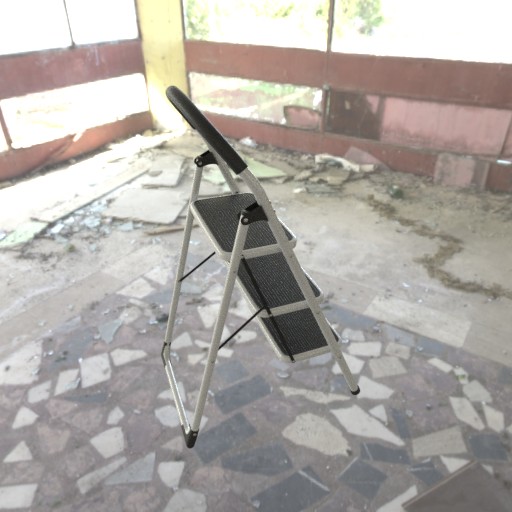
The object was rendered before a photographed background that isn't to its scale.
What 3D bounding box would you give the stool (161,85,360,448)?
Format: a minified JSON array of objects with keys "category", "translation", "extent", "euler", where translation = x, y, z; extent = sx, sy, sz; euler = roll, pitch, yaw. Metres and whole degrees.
[{"category":"stool","translation":[0.000,0.000,1.491],"extent":[0.676,1.109,0.485],"euler":[-11,33,-18]}]
